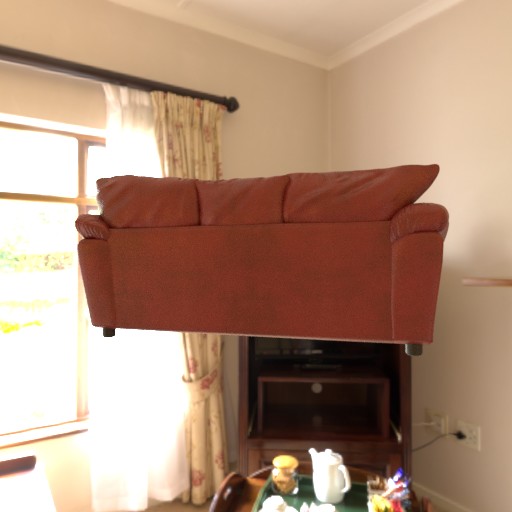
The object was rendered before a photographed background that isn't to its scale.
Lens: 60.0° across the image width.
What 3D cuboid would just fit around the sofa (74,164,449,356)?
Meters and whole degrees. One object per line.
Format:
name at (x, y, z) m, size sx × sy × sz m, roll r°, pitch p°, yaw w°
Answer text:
sofa at (0.000, 0.000, 2.952) m, size 2.390 × 1.091 × 0.907 m, roll 0°, pitch -1°, yaw 18°
